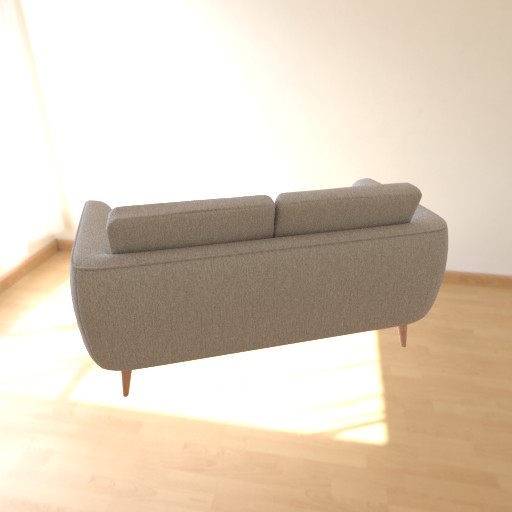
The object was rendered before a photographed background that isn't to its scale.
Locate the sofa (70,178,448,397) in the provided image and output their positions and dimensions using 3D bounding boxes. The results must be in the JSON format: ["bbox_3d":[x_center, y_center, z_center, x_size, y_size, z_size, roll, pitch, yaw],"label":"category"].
[{"bbox_3d":[0.000,0.000,2.271,1.700,0.850,0.920,-7,27,-13],"label":"sofa"}]
